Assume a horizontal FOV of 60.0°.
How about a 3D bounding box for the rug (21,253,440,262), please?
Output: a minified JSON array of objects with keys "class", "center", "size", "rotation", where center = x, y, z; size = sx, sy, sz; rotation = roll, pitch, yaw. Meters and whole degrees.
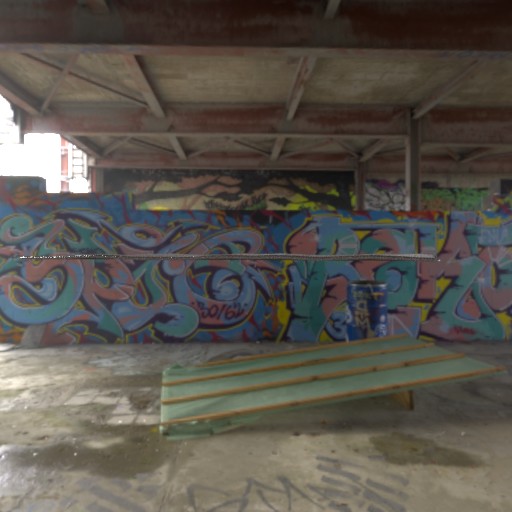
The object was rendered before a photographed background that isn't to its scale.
[{"class":"rug","center":[0.000,0.000,0.884],"size":[0.642,0.008,0.551],"rotation":[0,1,18]}]
